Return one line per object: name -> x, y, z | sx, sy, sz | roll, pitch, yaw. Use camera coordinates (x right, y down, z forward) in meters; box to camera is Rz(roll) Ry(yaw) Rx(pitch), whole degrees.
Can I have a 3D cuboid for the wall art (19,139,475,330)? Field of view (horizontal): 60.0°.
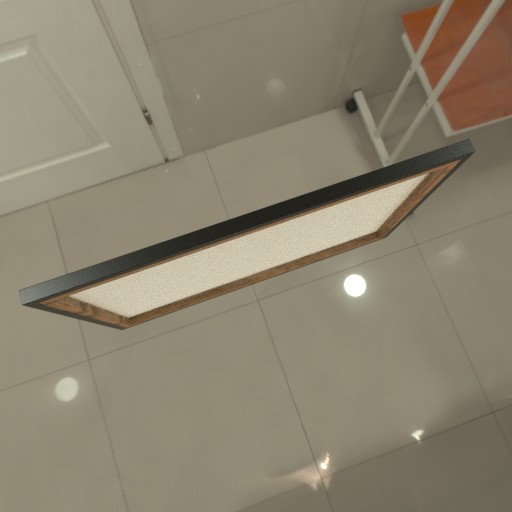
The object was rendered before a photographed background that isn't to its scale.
wall art -> 0.000, 0.000, 0.826 | 0.659, 0.446, 0.022 | -19, 77, -5
